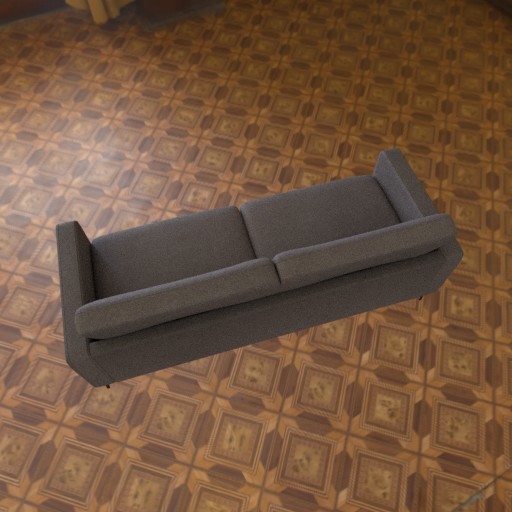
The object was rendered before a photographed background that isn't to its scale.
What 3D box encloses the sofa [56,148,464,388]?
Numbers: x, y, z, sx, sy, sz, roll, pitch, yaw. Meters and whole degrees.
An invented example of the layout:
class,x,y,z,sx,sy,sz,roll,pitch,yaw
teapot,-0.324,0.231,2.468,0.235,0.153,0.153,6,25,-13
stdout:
class,x,y,z,sx,sy,sz,roll,pitch,yaw
sofa,0.000,0.000,2.352,1.925,0.828,0.774,-14,60,-8
